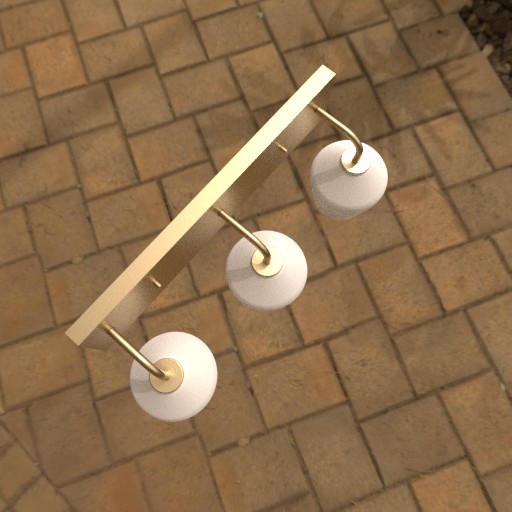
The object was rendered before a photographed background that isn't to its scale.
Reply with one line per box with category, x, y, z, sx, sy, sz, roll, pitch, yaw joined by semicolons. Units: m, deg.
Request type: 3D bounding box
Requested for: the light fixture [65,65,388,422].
light fixture;0.000;0.000;0.741;0.190;0.280;0.609;40;78;10
